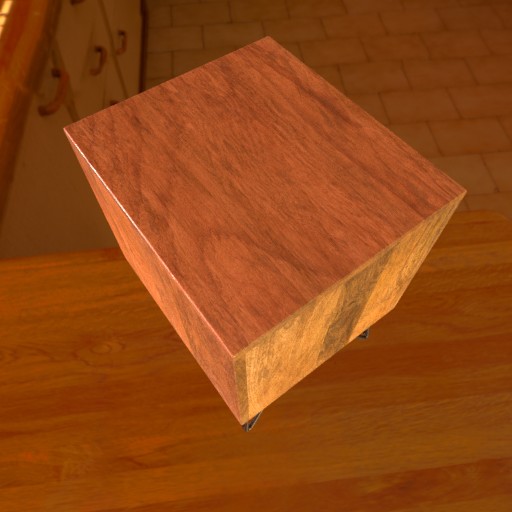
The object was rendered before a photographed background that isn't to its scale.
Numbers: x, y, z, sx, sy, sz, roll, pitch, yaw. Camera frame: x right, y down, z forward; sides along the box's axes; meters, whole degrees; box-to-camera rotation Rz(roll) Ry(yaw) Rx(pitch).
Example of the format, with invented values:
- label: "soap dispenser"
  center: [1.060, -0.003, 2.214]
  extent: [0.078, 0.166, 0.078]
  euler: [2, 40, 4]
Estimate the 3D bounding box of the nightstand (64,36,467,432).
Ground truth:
- label: "nightstand"
  center: [0.000, 0.000, 0.891]
  extent: [0.406, 0.559, 0.457]
  euler: [-32, 64, -18]
